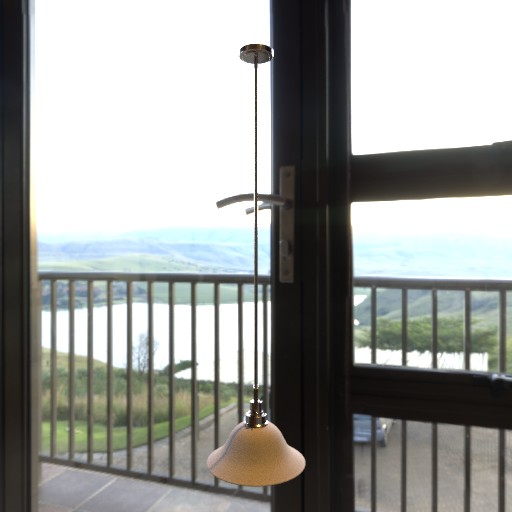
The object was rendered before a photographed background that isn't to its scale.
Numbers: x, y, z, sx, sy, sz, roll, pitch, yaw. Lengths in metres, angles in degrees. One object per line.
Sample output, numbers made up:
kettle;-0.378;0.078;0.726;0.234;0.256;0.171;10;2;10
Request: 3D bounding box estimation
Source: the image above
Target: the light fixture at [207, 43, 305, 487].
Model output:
light fixture;0.000;0.000;1.463;0.324;1.354;0.324;0;0;1
